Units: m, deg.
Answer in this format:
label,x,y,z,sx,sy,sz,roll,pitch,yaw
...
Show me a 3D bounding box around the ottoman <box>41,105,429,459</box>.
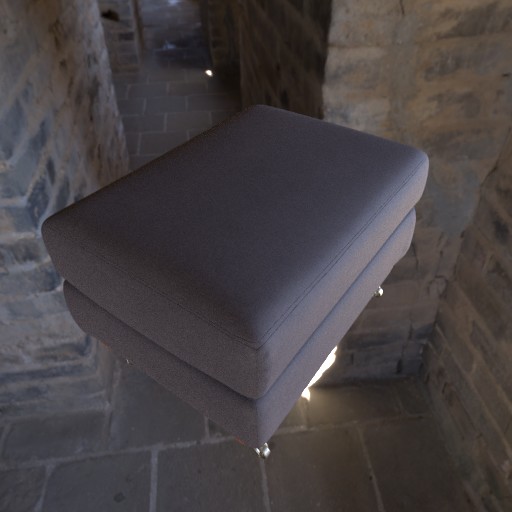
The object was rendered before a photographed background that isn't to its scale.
label,x,y,z,sx,sy,sz,roll,pitch,yaw
ottoman,0.000,0.000,1.124,0.574,0.497,0.773,25,47,26
